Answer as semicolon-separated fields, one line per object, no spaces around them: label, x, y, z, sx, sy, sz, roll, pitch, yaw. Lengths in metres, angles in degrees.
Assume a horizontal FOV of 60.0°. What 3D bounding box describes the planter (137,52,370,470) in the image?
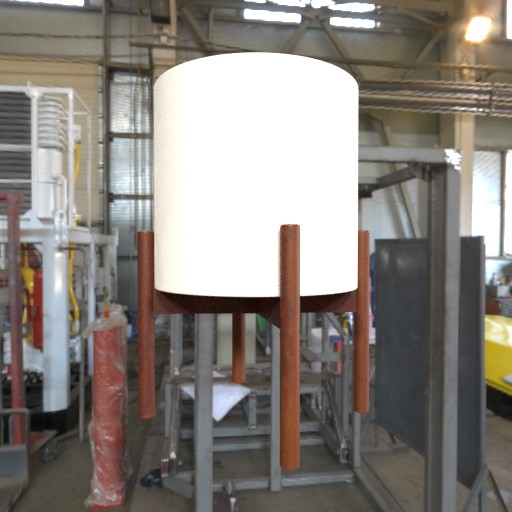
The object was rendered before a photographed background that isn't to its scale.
planter;0.000;0.000;0.934;0.417;0.670;0.417;1;1;37
